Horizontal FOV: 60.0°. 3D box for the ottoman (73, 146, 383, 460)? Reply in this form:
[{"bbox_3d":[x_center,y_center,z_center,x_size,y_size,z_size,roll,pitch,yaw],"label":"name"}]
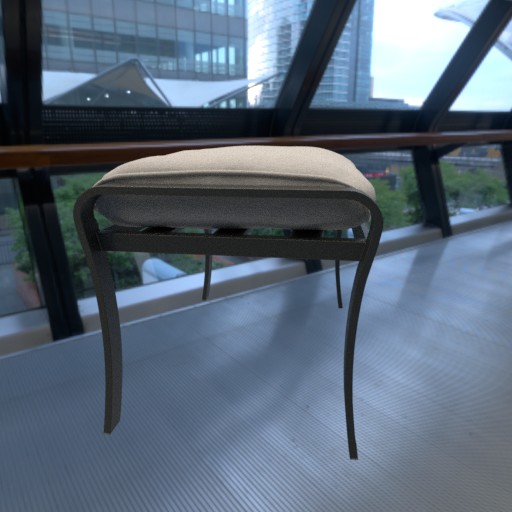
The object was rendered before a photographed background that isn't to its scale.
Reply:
[{"bbox_3d":[0.000,0.000,0.892,0.406,0.422,0.610,2,16,8],"label":"ottoman"}]
